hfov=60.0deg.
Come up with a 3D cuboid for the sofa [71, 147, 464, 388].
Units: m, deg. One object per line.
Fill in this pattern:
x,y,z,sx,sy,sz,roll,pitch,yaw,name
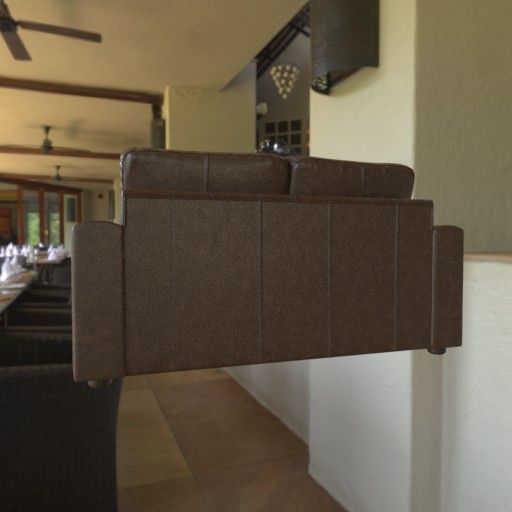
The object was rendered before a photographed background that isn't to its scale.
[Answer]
0.000,0.000,2.187,1.616,0.873,1.016,-1,2,-18,sofa
